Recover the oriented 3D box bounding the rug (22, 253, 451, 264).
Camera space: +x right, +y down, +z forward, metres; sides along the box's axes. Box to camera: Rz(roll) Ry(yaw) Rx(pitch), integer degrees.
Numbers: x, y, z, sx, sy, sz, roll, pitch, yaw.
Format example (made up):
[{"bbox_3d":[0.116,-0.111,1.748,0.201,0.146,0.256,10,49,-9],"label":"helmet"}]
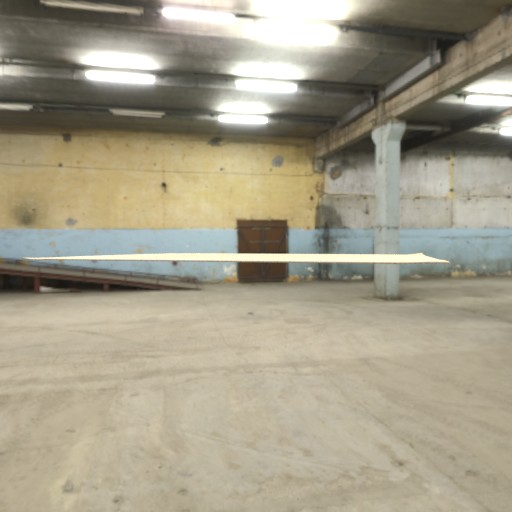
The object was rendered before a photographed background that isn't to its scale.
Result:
[{"bbox_3d":[0.000,0.000,3.901,2.897,0.035,2.277,0,1,17],"label":"rug"}]
